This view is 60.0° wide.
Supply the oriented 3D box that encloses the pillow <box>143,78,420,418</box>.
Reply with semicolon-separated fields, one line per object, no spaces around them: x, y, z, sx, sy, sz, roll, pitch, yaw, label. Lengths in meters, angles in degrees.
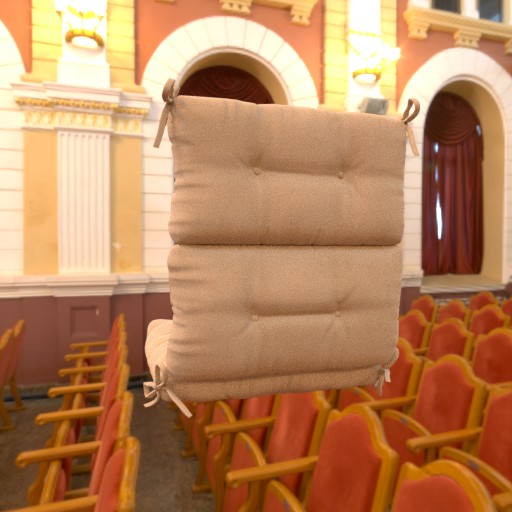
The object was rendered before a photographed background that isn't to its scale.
0.000;0.000;1.027;0.519;0.605;0.571;0;1;-17;pillow
